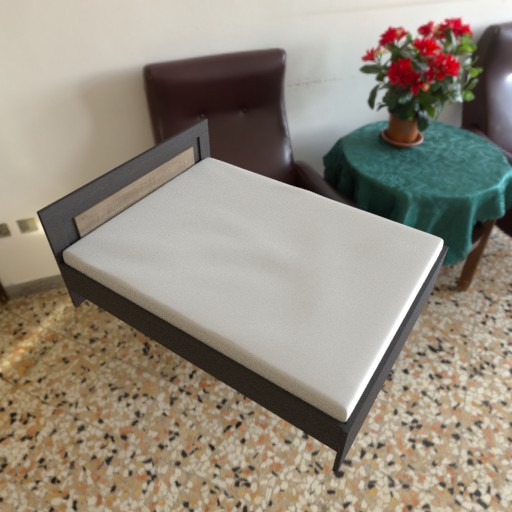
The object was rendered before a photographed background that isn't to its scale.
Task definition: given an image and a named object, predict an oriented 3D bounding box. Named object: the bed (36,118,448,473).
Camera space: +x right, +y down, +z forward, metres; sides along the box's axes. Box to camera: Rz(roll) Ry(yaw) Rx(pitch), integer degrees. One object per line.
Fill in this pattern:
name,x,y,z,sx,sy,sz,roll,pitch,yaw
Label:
bed,0.000,0.000,2.946,2.073,0.823,1.585,24,46,25
